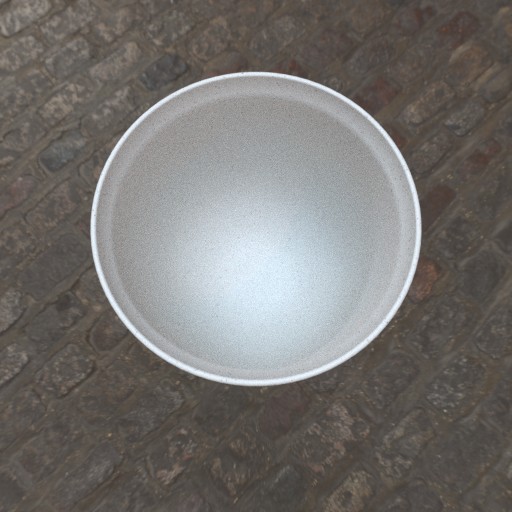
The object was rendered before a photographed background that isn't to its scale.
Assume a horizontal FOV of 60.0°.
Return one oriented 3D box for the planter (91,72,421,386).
[{"bbox_3d":[0.000,0.000,0.486,0.268,0.270,0.268,0,75,0],"label":"planter"}]
